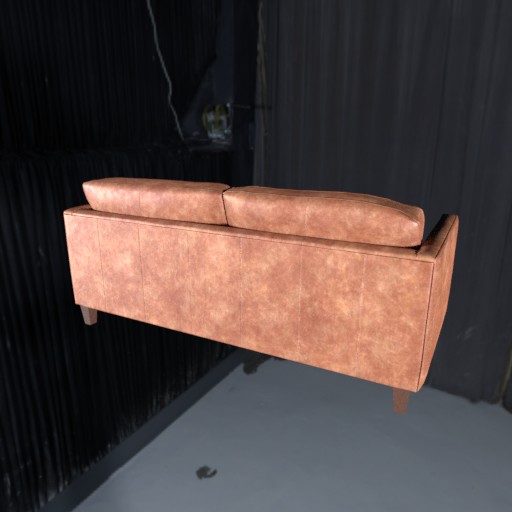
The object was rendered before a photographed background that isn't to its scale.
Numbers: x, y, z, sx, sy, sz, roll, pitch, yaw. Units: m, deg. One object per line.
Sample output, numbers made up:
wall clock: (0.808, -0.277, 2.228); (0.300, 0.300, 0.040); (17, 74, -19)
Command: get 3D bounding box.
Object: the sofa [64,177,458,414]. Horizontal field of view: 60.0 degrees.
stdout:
sofa: (0.000, 0.000, 2.465); (1.971, 0.863, 0.923); (9, 18, 27)
